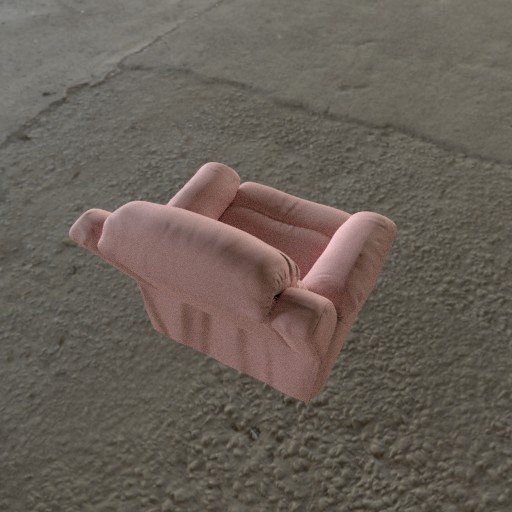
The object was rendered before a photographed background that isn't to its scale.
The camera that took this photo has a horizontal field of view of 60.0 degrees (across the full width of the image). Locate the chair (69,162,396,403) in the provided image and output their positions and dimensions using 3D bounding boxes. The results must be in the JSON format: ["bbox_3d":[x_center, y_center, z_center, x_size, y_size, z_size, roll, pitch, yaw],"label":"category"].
[{"bbox_3d":[0.000,0.000,1.293,0.680,0.702,0.709,21,51,18],"label":"chair"}]
